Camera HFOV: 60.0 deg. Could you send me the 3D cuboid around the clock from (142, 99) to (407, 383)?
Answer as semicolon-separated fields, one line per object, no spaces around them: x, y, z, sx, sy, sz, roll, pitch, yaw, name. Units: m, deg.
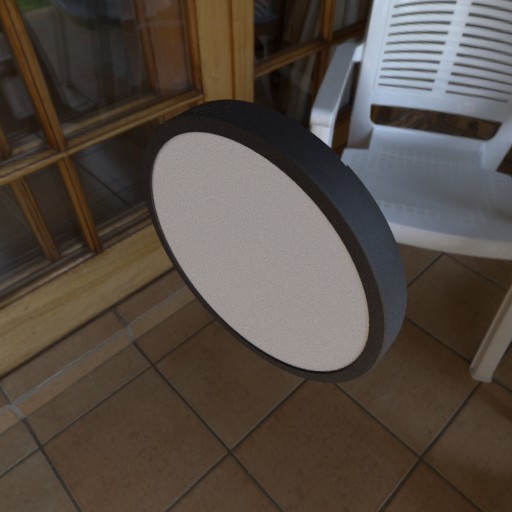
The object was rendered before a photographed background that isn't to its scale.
0.000;0.000;0.428;0.293;0.293;0.040;32;54;27;clock
